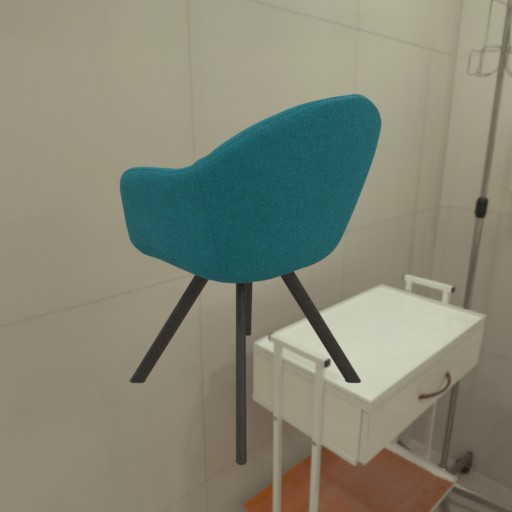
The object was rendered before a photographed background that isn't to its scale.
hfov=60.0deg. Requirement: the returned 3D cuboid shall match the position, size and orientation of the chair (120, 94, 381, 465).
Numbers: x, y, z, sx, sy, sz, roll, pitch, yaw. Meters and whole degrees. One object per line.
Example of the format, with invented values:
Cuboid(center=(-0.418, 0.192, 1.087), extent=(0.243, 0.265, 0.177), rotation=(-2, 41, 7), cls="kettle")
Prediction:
Cuboid(center=(0.000, 0.000, 1.162), extent=(0.545, 0.775, 0.565), rotation=(-15, 22, -43), cls="chair")
